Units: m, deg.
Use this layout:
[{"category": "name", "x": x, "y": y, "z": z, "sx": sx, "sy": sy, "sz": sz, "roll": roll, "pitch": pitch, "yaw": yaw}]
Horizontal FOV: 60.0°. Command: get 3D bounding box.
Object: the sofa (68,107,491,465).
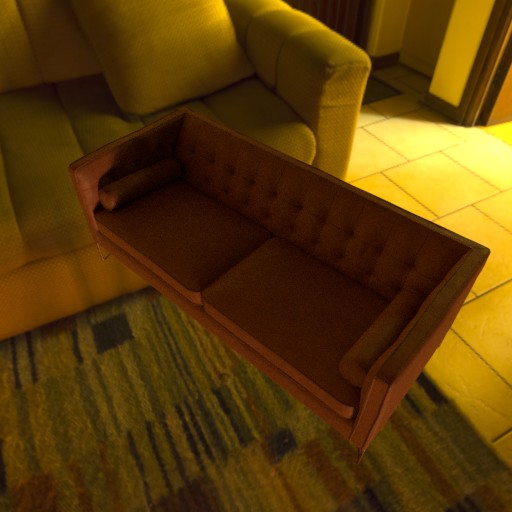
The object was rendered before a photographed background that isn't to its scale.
[{"category": "sofa", "x": 0.000, "y": 0.000, "z": 2.513, "sx": 2.079, "sy": 0.798, "sz": 0.912, "roll": 32, "pitch": 54, "yaw": 28}]
